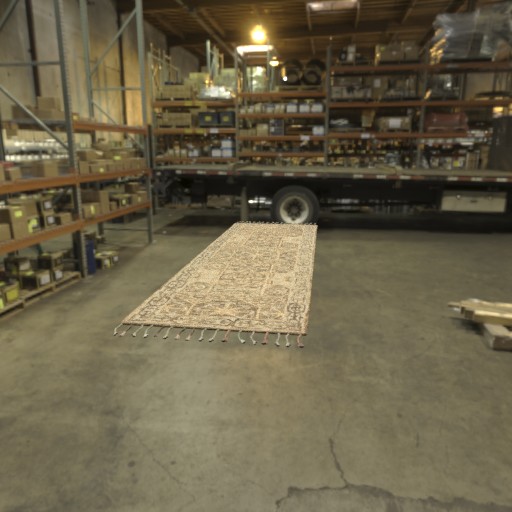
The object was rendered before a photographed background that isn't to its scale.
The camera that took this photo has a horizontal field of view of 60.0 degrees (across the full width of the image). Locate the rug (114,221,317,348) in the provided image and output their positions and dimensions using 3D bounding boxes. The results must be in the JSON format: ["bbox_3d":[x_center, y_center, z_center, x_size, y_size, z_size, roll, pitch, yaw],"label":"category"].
[{"bbox_3d":[0.000,0.000,2.923,0.762,0.011,2.664,2,14,8],"label":"rug"}]
